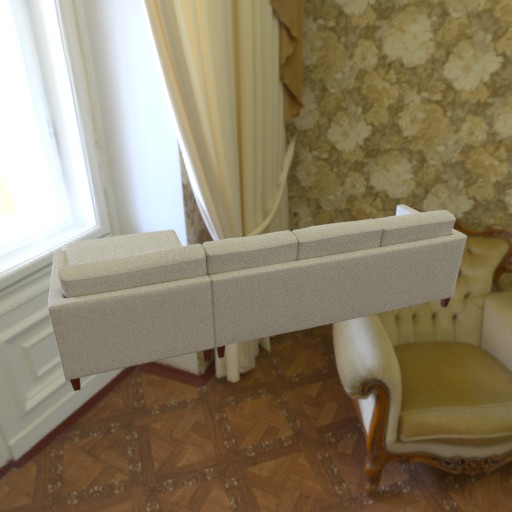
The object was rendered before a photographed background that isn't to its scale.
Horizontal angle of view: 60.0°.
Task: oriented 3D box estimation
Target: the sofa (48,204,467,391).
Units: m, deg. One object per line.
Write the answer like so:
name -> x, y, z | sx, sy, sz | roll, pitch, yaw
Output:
sofa -> 0.000, 0.000, 4.182 | 3.471, 0.954, 1.599 | -9, 27, -18
